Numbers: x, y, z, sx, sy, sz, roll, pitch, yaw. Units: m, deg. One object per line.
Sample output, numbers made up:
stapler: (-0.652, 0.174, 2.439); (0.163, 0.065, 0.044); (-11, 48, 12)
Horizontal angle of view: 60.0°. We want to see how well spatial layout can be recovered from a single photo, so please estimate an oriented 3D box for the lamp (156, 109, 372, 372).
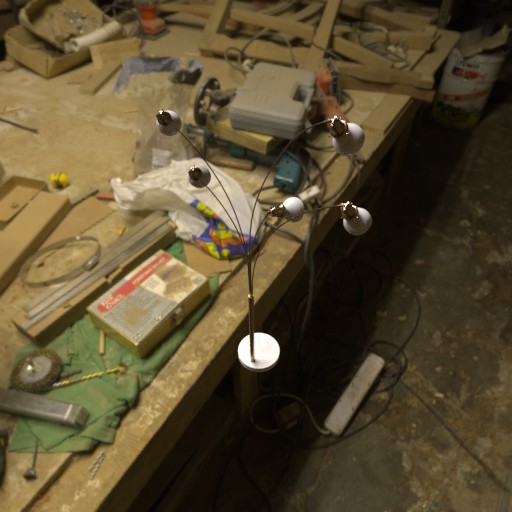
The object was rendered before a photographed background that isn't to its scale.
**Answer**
lamp: (0.000, 0.000, 3.022); (1.405, 2.423, 0.361); (25, 51, 22)
